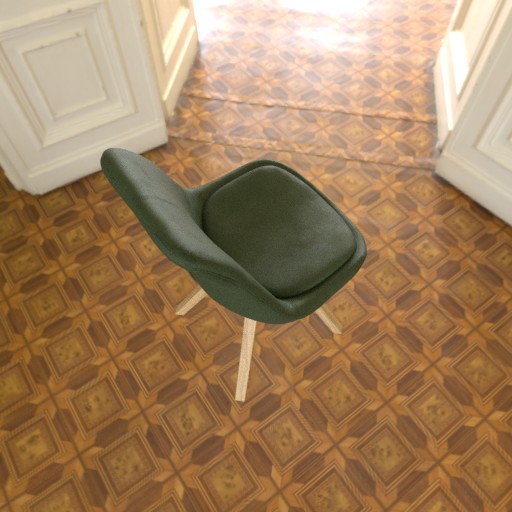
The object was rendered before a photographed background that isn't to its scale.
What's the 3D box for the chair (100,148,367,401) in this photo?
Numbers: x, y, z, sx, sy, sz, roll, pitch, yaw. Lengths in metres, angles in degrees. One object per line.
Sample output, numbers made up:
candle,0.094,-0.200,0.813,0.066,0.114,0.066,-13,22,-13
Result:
chair,0.000,0.000,1.216,0.547,0.865,0.483,-32,63,-18
